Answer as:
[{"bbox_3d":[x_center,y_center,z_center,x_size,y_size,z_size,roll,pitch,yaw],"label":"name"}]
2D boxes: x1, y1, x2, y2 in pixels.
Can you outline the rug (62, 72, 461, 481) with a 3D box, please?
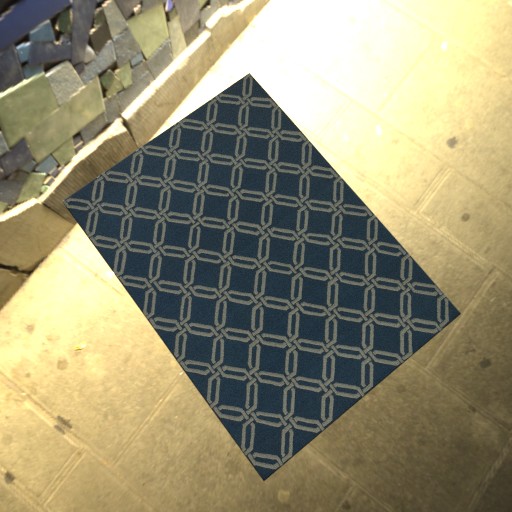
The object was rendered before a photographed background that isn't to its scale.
[{"bbox_3d":[0.000,0.000,4.412,2.432,0.018,3.342,-37,80,-8],"label":"rug"}]
